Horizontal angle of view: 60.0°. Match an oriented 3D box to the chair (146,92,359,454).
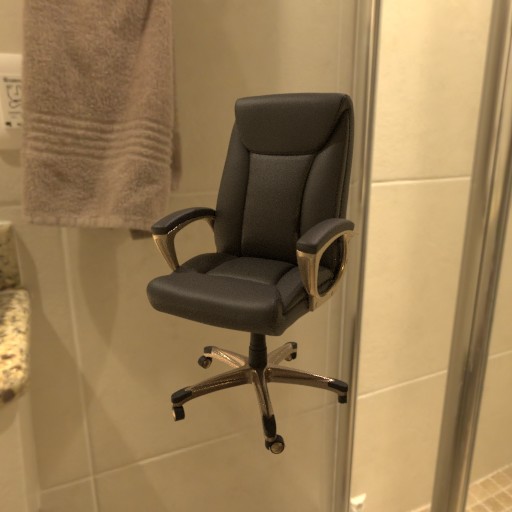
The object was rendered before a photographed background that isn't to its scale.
[{"bbox_3d":[0.000,0.000,1.651,0.694,1.188,0.748,8,17,26],"label":"chair"}]
